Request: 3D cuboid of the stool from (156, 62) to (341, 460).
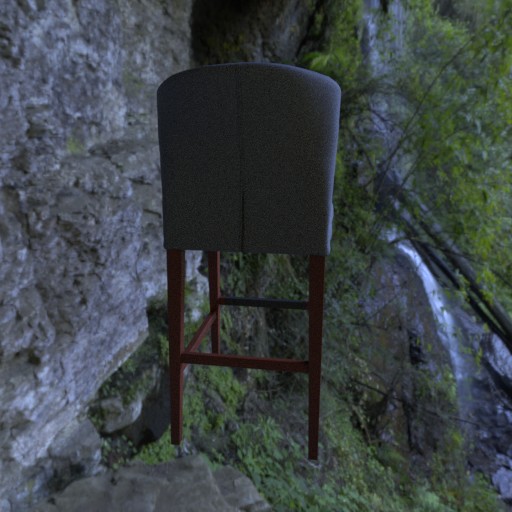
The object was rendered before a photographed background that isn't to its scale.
[{"bbox_3d":[0.000,0.000,1.413,0.481,1.069,0.568,2,16,9],"label":"stool"}]
